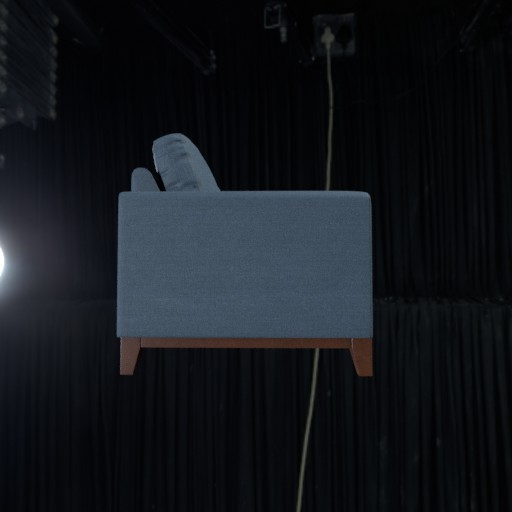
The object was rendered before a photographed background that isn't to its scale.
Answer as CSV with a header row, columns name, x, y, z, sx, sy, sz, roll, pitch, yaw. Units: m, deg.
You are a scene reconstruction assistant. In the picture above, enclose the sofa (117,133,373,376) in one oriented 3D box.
name,x,y,z,sx,sy,sz,roll,pitch,yaw
sofa,0.000,0.000,2.398,0.877,0.865,1.900,0,-3,1
